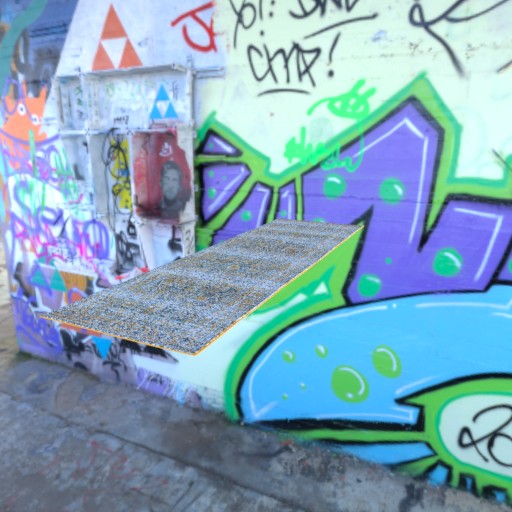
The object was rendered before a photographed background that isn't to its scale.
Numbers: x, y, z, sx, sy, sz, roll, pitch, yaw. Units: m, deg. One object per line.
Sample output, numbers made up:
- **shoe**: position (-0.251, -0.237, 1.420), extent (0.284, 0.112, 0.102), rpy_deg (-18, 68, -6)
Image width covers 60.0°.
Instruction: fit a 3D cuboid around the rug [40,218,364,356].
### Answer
- **rug**: position (0.000, 0.000, 2.525), extent (0.704, 0.014, 2.294), rpy_deg (7, 17, 25)
